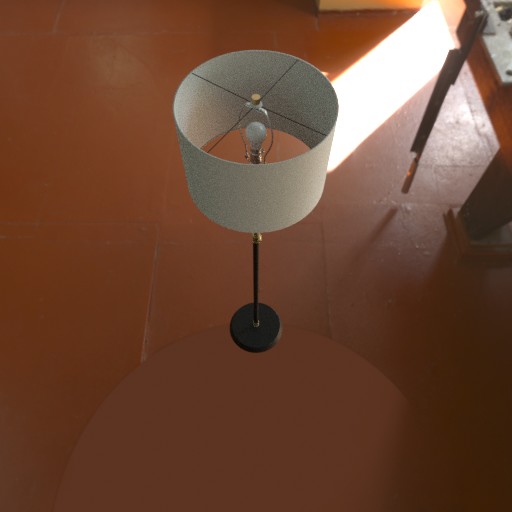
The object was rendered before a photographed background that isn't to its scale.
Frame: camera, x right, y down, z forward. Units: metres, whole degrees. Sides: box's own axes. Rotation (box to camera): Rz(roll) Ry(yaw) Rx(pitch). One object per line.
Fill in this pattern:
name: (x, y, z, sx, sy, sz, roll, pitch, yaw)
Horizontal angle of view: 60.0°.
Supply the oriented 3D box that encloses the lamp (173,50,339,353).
lamp: (0.000, 0.000, 1.719, 0.404, 1.517, 0.404, 30, 64, 16)
